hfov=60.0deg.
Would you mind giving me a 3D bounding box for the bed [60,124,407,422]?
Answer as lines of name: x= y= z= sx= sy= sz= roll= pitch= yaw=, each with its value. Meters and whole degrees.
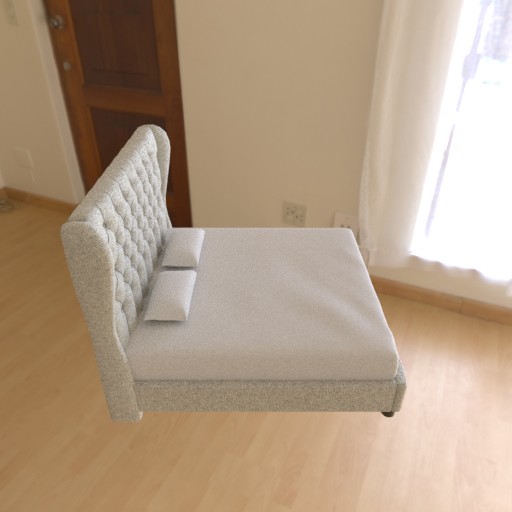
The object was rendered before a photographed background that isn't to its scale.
bed: x=0.000 y=0.000 z=3.975 sx=2.347 sy=1.771 sz=2.219 roll=0 pitch=32 yaw=0
